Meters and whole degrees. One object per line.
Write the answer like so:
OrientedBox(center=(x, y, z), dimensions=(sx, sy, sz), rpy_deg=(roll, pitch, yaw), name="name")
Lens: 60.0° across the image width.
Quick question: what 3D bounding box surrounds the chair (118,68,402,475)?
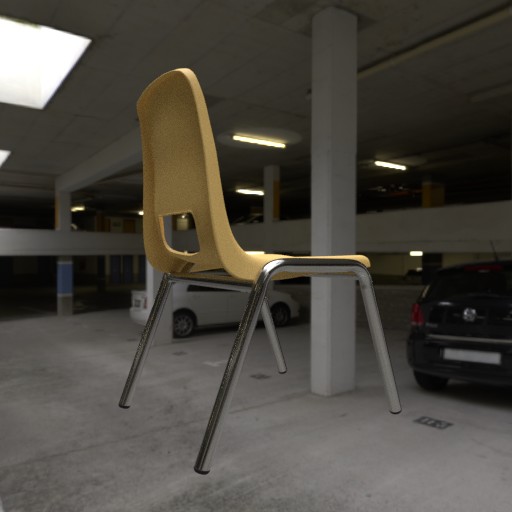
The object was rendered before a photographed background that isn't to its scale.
OrientedBox(center=(0.000, 0.000, 0.840), dimensions=(0.423, 0.586, 0.354), rpy_deg=(0, 1, -36), name="chair")
